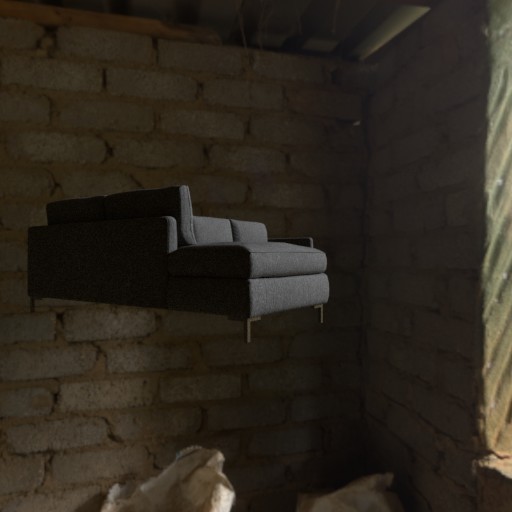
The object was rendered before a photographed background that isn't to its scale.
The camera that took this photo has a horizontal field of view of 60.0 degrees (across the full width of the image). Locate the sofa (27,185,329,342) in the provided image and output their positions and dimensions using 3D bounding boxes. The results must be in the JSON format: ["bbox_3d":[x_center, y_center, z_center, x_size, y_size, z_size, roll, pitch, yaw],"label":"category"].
[{"bbox_3d":[0.000,0.000,3.788,2.007,0.815,2.949,0,0,35],"label":"sofa"}]
